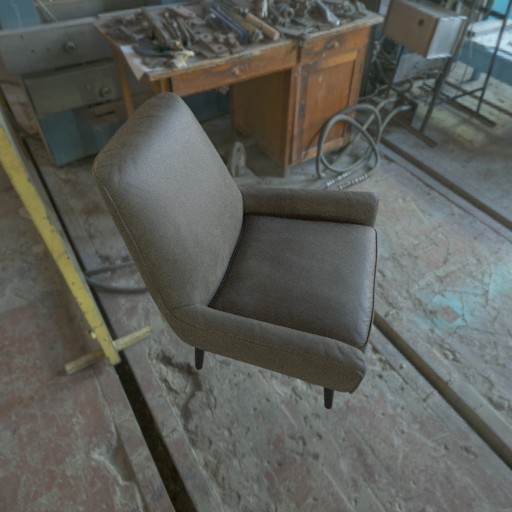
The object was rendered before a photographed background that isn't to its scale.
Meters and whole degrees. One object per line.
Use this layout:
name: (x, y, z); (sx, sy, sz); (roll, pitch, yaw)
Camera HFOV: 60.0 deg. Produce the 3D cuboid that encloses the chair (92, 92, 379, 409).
chair: (0.000, 0.000, 1.519); (0.824, 0.888, 0.787); (10, 47, 9)
